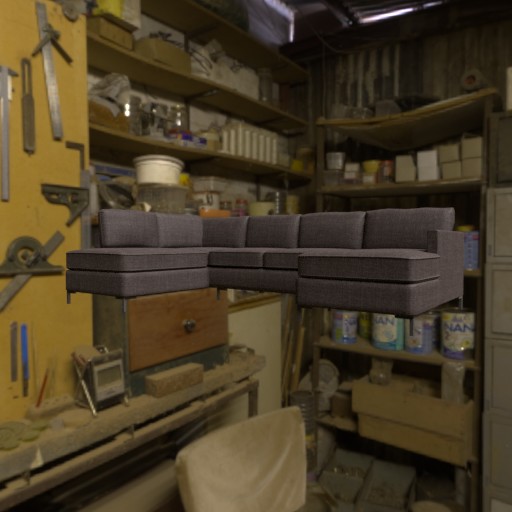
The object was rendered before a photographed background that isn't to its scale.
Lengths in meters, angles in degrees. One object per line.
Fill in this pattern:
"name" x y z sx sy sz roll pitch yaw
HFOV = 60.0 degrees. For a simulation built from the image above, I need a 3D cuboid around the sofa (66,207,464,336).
"sofa" 0.000 0.000 4.350 3.423 0.999 2.048 1 2 37
